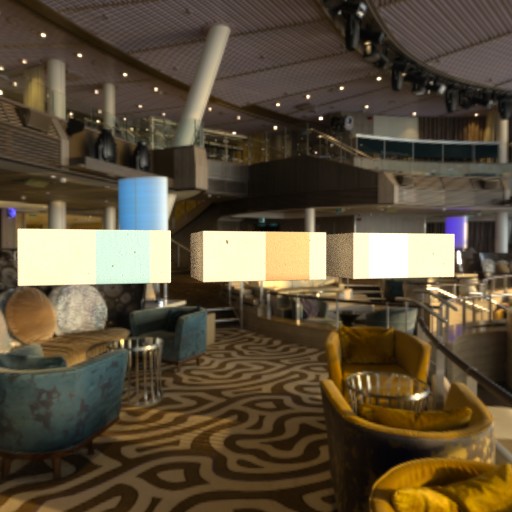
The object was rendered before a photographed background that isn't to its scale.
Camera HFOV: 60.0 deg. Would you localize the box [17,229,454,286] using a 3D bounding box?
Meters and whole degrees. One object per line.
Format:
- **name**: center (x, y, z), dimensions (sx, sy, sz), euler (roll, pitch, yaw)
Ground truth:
- **box**: center (0.000, 0.000, 0.493), dimensions (0.461, 0.051, 0.082), euler (0, 1, -16)
